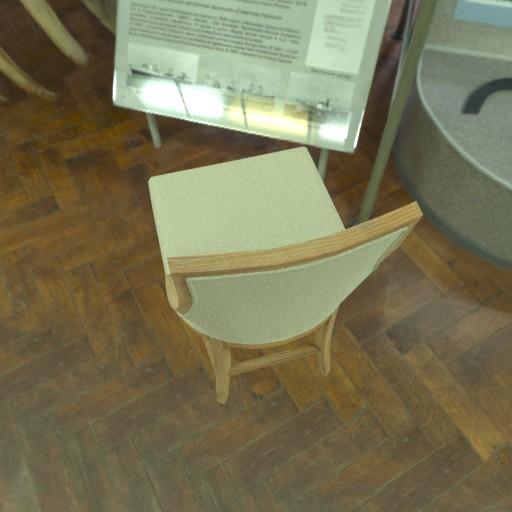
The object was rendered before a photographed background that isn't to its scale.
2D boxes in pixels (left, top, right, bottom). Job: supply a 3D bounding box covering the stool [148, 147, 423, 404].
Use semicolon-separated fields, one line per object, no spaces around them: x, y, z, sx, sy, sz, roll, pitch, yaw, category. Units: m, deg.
0.000;0.000;1.260;0.524;0.938;0.626;-13;58;-8;stool
